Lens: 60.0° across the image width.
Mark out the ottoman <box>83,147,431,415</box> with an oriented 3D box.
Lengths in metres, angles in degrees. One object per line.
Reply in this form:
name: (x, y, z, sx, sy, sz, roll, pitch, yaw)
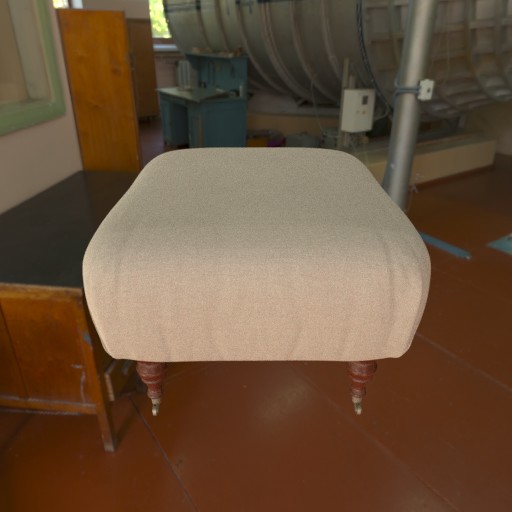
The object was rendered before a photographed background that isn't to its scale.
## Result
ottoman: (0.000, 0.000, 1.125, 0.639, 0.450, 0.746, 0, 27, 0)
